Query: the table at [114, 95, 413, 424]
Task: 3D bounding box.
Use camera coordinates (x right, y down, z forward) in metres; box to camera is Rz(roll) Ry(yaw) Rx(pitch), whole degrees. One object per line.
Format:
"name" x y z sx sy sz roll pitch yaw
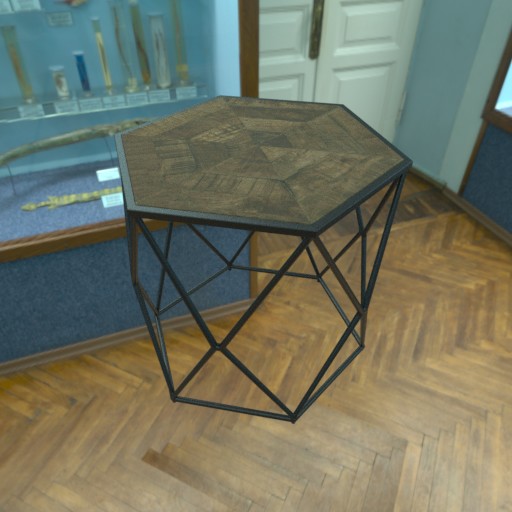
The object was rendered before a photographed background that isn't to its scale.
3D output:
"table" 0.000 0.000 1.051 0.579 0.564 0.578 -12 42 -14
